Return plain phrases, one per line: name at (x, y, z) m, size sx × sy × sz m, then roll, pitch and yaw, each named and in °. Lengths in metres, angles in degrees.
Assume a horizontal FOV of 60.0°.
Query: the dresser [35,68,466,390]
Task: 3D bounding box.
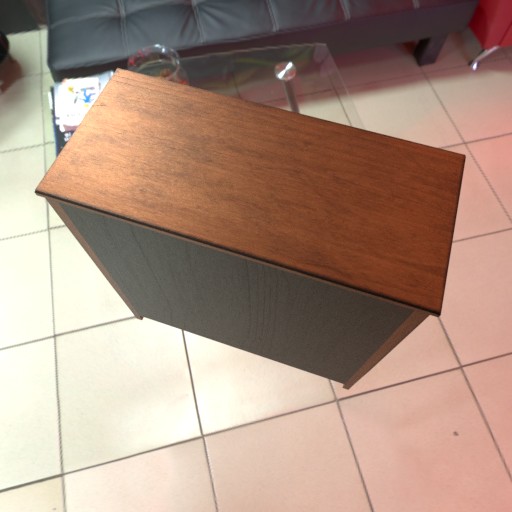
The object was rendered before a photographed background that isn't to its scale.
dresser at (0.000, 0.000, 1.947) m, size 1.250 × 1.224 × 0.591 m, roll 17°, pitch 65°, yaw 8°
